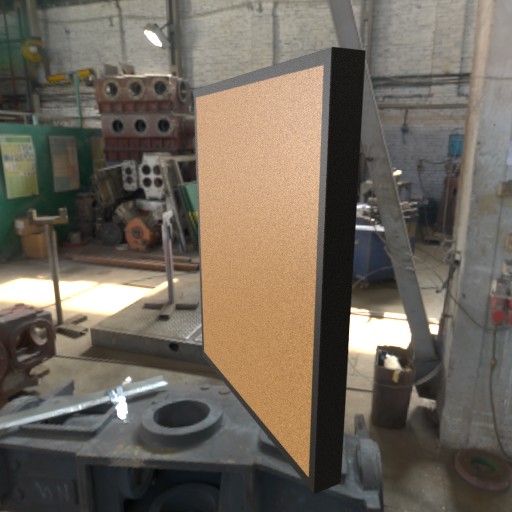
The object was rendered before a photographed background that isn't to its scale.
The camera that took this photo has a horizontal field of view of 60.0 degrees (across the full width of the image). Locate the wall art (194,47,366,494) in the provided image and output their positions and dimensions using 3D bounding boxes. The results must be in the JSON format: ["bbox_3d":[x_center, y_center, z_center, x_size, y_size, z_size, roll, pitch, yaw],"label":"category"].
[{"bbox_3d":[0.000,0.000,0.485,0.030,0.369,0.294,-7,16,-25],"label":"wall art"}]
